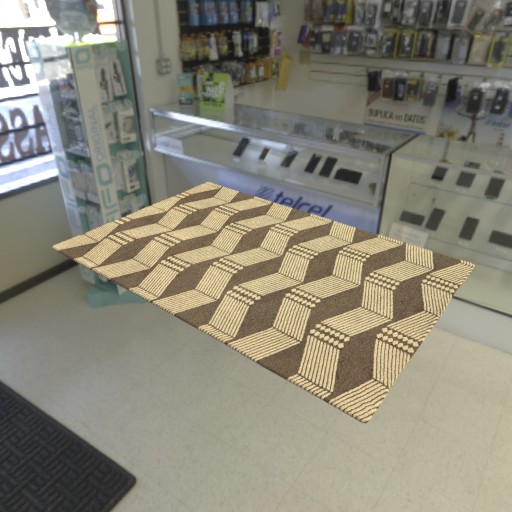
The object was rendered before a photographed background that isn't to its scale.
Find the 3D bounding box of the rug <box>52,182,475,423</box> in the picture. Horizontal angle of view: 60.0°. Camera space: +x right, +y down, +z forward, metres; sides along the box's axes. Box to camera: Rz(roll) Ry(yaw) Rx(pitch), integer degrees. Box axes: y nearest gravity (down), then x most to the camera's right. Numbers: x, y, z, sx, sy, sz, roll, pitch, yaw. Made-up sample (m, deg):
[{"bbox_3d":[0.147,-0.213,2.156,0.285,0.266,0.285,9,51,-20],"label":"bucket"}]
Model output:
[{"bbox_3d":[0.000,0.000,2.288,1.833,0.016,1.210,22,37,32],"label":"rug"}]
